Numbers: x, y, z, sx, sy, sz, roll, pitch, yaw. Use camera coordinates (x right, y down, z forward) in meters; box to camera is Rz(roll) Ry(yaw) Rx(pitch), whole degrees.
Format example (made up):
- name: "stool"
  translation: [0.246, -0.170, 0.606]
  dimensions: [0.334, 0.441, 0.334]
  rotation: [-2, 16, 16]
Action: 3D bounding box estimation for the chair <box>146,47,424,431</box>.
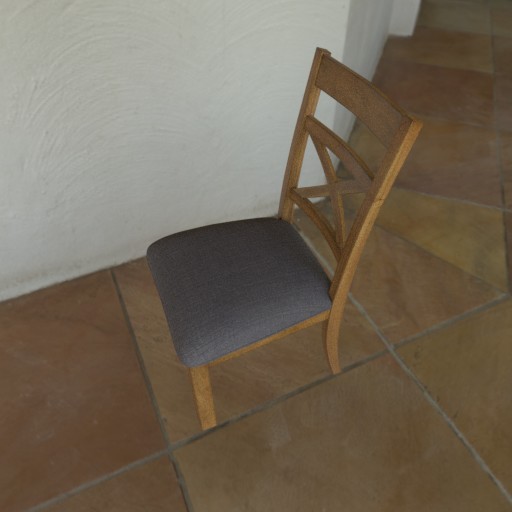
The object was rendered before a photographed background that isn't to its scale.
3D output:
- name: "chair"
  translation: [0.000, 0.000, 1.271]
  dimensions: [0.581, 0.949, 0.470]
  rotation: [-16, 48, -15]
